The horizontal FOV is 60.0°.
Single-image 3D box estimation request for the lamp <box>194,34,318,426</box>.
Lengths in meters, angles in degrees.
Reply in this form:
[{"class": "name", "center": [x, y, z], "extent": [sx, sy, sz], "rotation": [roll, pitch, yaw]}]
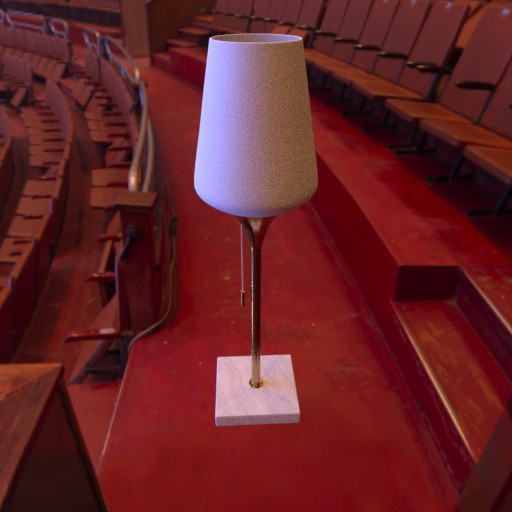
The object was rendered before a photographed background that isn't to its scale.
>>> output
[{"class": "lamp", "center": [0.000, 0.000, 0.720], "extent": [0.181, 0.639, 0.181], "rotation": [-1, 31, -2]}]
